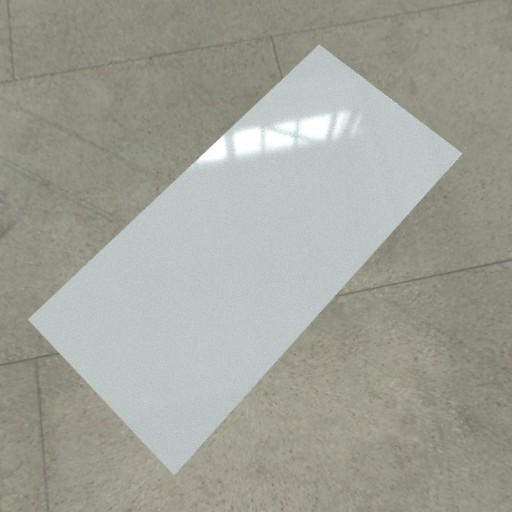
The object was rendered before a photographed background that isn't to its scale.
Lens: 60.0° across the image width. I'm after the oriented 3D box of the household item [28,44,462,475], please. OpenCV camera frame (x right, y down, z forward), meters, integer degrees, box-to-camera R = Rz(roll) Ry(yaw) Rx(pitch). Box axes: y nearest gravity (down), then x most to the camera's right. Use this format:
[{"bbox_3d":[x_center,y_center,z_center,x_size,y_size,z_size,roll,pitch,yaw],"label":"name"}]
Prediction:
[{"bbox_3d":[0.000,0.000,2.143,0.800,0.745,1.700,42,79,10],"label":"household item"}]
